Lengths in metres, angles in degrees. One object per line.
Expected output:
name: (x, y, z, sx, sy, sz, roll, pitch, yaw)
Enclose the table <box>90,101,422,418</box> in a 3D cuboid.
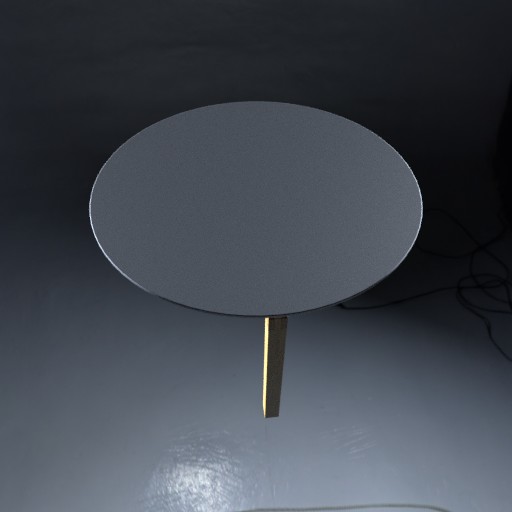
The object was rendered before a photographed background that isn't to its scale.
table: (0.000, 0.000, 0.974, 0.600, 0.405, 0.600, 0, 48, 0)
